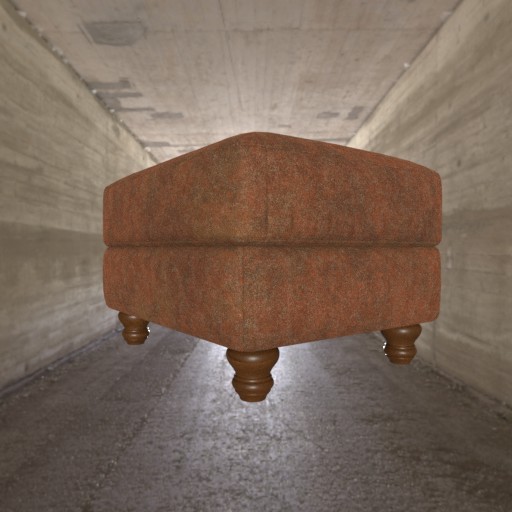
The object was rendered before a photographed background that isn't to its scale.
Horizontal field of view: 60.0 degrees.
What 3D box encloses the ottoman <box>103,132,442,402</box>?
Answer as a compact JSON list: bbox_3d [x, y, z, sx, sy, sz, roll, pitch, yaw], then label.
[{"bbox_3d":[0.000,0.000,1.170,0.635,0.508,0.787,-1,1,-36],"label":"ottoman"}]
